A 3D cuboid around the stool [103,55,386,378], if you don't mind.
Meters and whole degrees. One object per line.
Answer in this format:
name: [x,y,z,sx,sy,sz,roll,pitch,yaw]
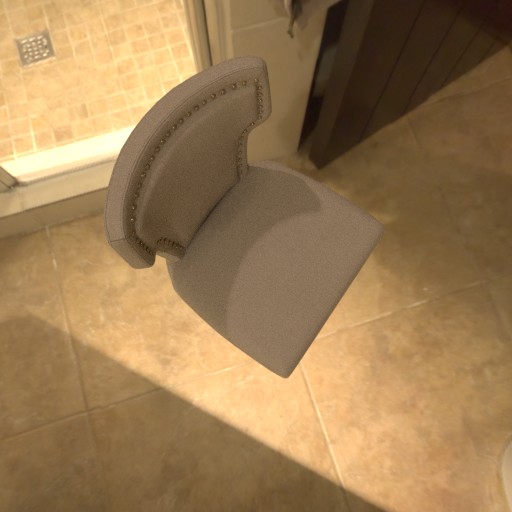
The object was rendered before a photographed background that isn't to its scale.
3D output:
stool: [0.000,0.000,1.381,0.563,1.092,0.526,34,78,8]
